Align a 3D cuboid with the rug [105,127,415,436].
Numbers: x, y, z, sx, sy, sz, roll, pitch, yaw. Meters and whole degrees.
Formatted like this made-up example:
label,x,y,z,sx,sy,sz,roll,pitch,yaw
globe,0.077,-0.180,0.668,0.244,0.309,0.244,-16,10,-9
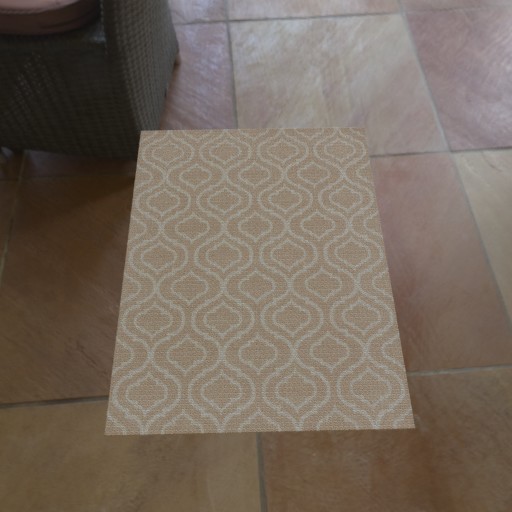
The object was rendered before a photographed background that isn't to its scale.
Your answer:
label,x,y,z,sx,sy,sz,roll,pitch,yaw
rug,0.000,0.000,3.899,2.286,0.013,2.894,-1,64,-1
